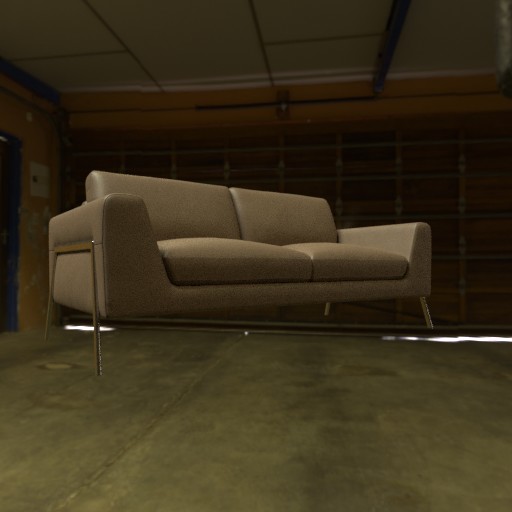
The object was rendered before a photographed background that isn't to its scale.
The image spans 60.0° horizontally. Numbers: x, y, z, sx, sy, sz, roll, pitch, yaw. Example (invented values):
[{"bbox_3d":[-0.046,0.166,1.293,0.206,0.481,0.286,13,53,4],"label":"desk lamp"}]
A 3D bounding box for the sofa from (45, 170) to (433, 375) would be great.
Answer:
[{"bbox_3d":[0.000,0.000,2.507,2.017,0.875,0.953,1,-2,-36],"label":"sofa"}]
